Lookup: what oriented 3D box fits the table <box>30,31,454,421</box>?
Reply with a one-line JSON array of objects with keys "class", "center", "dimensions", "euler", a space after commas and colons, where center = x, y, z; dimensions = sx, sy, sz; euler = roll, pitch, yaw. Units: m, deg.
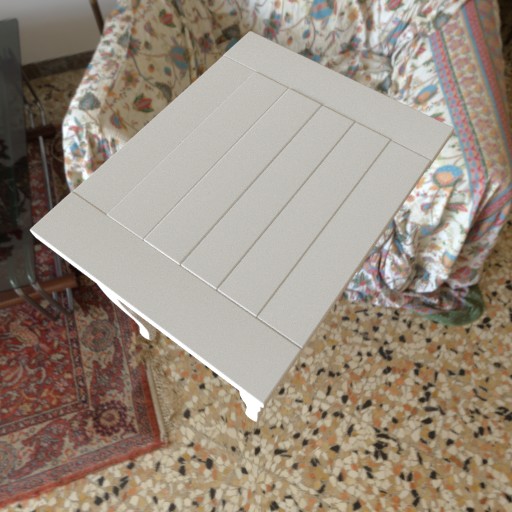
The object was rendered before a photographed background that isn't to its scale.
[{"class": "table", "center": [0.000, 0.000, 1.024], "dimensions": [0.463, 0.605, 0.599], "euler": [33, 67, 16]}]
